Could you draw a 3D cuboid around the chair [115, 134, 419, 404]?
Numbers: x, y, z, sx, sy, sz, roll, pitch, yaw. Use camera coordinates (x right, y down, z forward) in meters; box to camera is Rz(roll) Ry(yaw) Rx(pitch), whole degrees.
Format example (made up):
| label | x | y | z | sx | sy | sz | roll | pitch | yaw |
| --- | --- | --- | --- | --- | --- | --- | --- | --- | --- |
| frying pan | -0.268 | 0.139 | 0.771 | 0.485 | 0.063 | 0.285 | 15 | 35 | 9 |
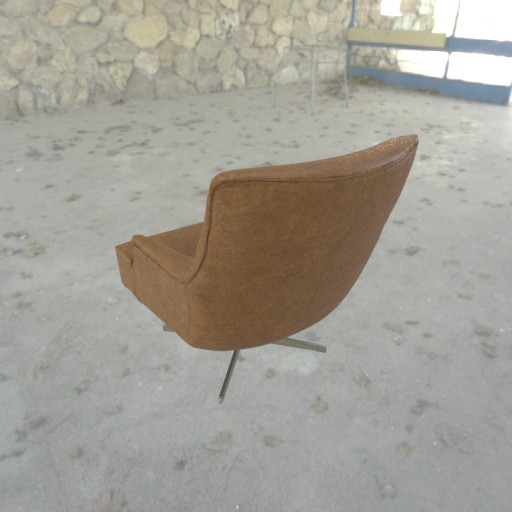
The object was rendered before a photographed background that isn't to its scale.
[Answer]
| label | x | y | z | sx | sy | sz | roll | pitch | yaw |
| --- | --- | --- | --- | --- | --- | --- | --- | --- | --- |
| chair | 0.000 | 0.000 | 1.500 | 0.729 | 0.869 | 0.874 | -18 | 33 | -29 |
